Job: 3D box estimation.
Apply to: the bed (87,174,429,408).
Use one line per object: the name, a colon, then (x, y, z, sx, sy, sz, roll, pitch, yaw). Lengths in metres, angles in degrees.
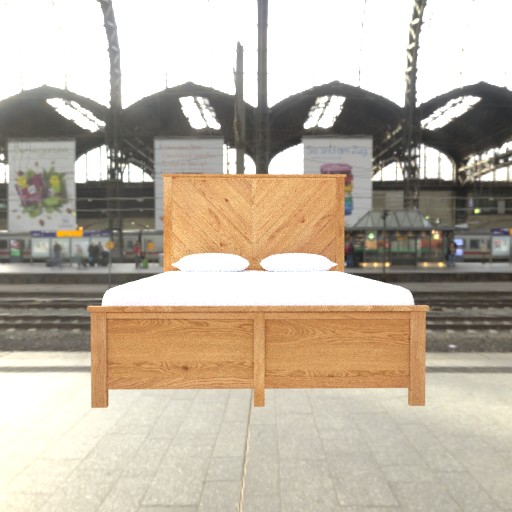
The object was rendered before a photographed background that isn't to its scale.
bed: (0.000, 0.000, 3.603, 1.936, 1.686, 2.201, 0, 1, -1)
